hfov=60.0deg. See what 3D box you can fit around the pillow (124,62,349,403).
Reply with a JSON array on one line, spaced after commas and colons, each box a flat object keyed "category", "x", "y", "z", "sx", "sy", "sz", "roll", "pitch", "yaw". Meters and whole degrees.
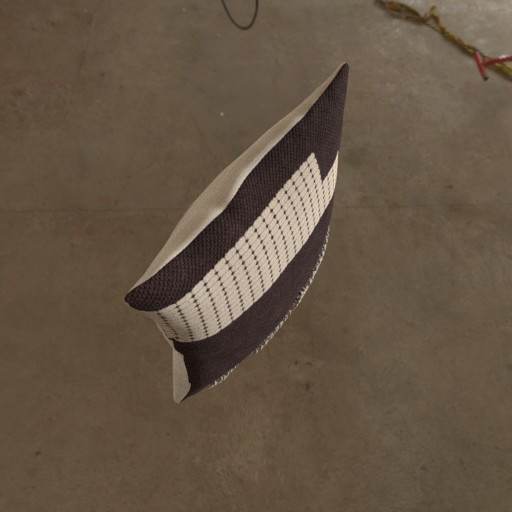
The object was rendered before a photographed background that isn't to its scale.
[{"category": "pillow", "x": 0.000, "y": 0.000, "z": 0.739, "sx": 0.178, "sy": 0.473, "sz": 0.475, "roll": 31, "pitch": 63, "yaw": 18}]
